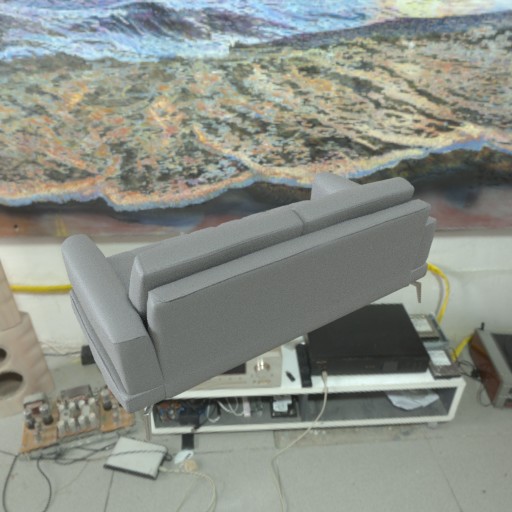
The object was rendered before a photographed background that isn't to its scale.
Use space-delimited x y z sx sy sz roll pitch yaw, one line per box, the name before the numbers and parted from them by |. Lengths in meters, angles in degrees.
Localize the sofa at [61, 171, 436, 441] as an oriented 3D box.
sofa | 0.000 0.000 2.807 2.177 0.930 1.121 -19 36 -28
